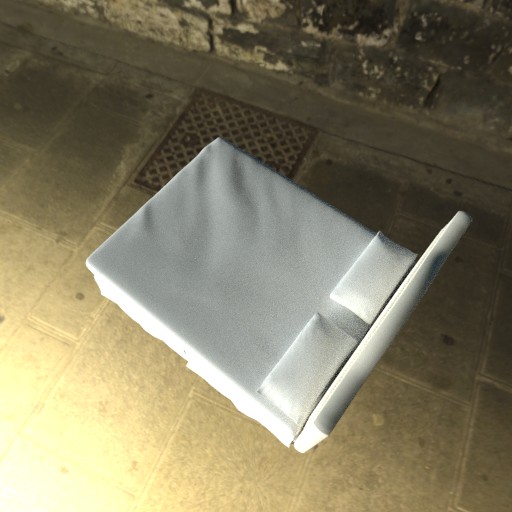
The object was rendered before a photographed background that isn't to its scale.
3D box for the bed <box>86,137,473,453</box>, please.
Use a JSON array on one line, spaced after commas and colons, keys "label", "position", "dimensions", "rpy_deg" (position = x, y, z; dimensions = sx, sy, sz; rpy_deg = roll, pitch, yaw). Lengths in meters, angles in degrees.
[{"label": "bed", "position": [0.000, 0.000, 3.462], "dimensions": [2.282, 1.436, 1.821], "rpy_deg": [35, 68, 16]}]
